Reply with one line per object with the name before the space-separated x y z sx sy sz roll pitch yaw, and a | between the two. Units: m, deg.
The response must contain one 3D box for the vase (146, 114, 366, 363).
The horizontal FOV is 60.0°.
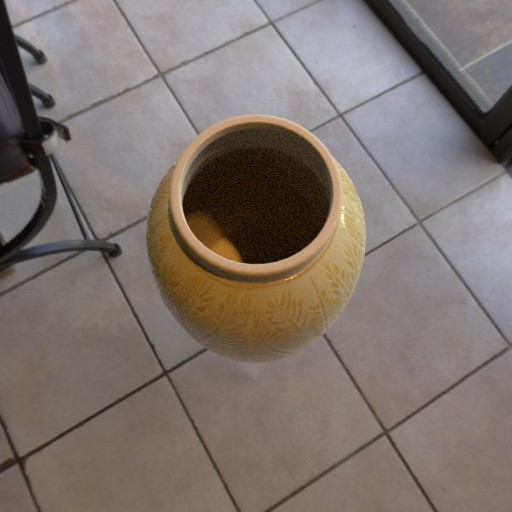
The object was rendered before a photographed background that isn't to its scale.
vase | 0.000 0.000 0.374 0.172 0.270 0.172 0 74 0
